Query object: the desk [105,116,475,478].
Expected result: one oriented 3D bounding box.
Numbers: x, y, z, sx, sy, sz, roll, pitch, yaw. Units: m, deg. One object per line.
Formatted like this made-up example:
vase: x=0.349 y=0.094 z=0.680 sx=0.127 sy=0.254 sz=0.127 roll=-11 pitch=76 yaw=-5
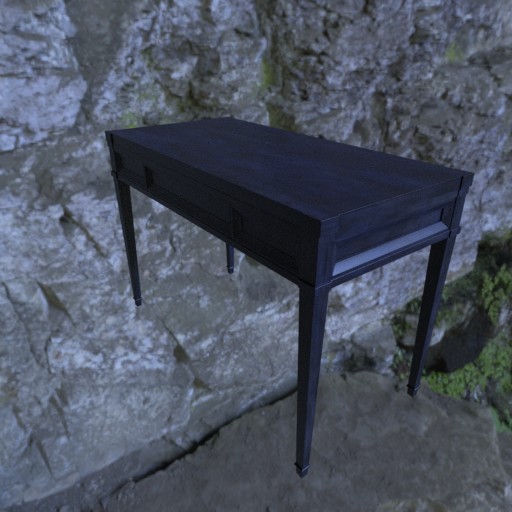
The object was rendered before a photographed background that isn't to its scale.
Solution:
desk: x=0.000 y=0.000 z=1.777 sx=0.630 sy=0.861 sz=1.289 roll=-19 pitch=32 yaw=-33
